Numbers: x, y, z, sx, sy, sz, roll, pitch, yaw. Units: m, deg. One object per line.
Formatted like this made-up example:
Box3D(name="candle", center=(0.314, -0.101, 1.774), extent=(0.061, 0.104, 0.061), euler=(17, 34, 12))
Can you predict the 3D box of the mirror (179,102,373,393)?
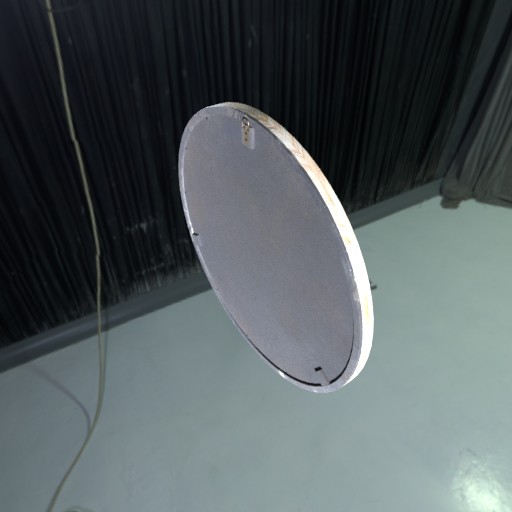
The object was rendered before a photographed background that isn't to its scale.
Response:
Box3D(name="mirror", center=(0.000, 0.000, 1.069), extent=(0.038, 0.710, 0.710), euler=(-26, 48, -25))
